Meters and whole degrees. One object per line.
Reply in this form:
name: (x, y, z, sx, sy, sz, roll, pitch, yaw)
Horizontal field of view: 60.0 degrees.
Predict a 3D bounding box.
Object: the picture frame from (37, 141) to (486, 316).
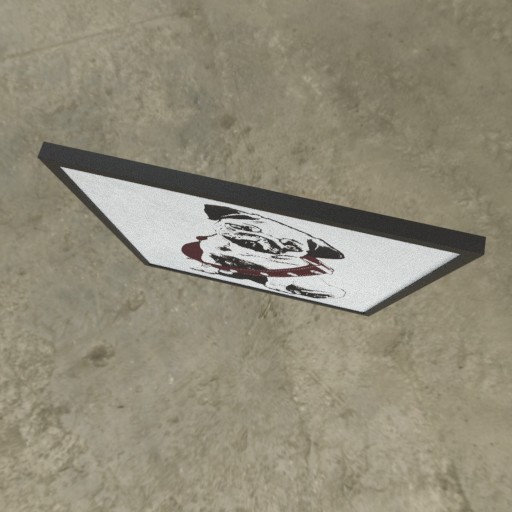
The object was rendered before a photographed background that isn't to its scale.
picture frame: (0.000, 0.000, 1.126, 0.775, 0.775, 0.032, 13, 75, 3)
